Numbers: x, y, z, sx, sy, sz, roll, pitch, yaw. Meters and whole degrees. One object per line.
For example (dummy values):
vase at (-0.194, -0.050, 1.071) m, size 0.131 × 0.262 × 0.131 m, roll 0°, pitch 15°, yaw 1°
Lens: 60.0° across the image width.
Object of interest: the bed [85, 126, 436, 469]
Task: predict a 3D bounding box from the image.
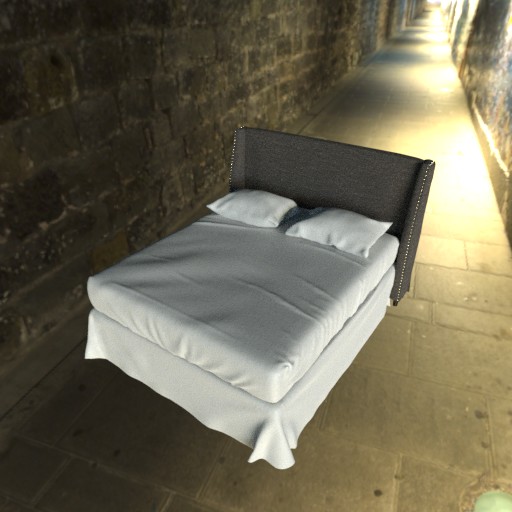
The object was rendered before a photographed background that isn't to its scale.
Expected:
bed at (0.000, 0.000, 3.490) m, size 1.925 × 1.332 × 2.276 m, roll 19°, pitch 36°, yaw 30°
